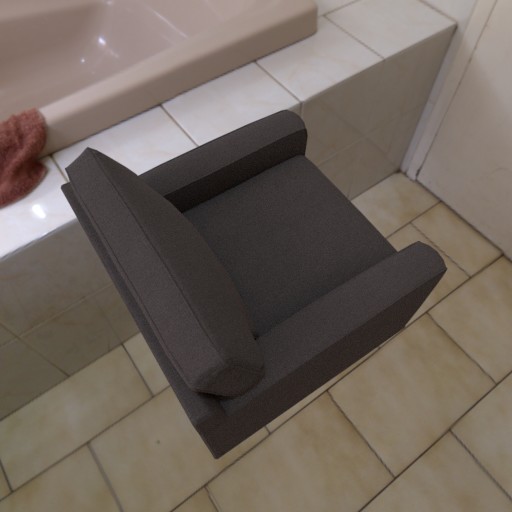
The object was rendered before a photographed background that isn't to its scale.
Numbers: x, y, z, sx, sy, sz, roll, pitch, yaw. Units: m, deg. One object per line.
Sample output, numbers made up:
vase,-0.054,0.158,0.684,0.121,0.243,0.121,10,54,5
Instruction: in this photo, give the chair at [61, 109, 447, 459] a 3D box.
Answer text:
chair,0.000,0.000,1.767,1.043,0.913,0.997,-30,64,-16
